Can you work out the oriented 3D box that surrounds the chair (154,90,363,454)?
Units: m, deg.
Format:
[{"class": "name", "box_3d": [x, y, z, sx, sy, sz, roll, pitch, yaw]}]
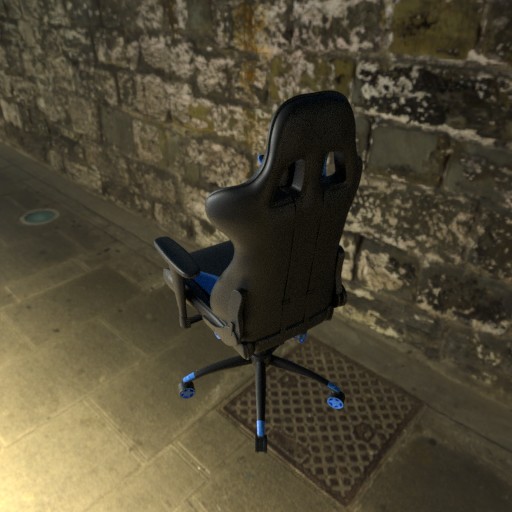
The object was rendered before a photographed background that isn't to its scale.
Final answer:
[{"class": "chair", "box_3d": [0.000, 0.000, 1.682, 0.695, 1.282, 0.730, -19, 37, -28]}]
